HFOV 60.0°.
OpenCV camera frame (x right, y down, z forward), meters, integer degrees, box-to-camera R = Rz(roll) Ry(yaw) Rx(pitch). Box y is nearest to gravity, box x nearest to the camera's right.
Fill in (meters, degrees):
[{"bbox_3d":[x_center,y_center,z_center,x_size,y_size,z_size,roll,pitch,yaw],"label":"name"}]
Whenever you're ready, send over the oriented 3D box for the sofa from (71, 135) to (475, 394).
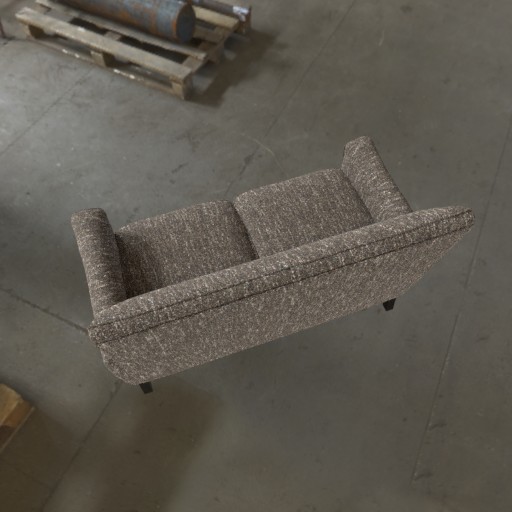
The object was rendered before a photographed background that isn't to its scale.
[{"bbox_3d":[0.000,0.000,2.083,1.519,0.946,0.801,-17,60,-10],"label":"sofa"}]
